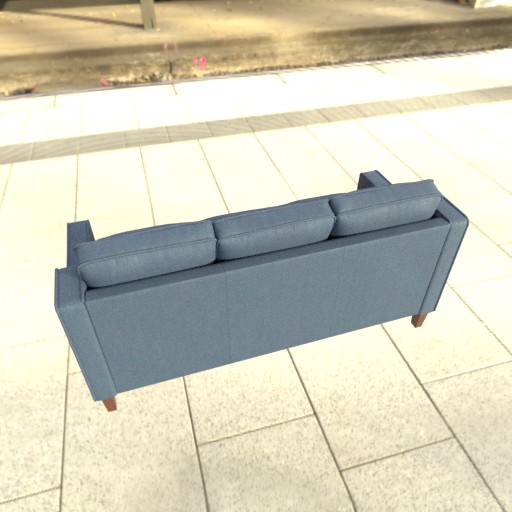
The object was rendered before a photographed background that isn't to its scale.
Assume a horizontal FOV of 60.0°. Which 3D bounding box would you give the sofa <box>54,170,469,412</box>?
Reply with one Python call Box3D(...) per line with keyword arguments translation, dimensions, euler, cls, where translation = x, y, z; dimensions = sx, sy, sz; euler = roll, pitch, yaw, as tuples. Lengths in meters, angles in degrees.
Box3D(translation=(0.000, 0.000, 2.544), dimensions=(1.986, 0.974, 0.911), euler=(-12, 41, -14), cls="sofa")
